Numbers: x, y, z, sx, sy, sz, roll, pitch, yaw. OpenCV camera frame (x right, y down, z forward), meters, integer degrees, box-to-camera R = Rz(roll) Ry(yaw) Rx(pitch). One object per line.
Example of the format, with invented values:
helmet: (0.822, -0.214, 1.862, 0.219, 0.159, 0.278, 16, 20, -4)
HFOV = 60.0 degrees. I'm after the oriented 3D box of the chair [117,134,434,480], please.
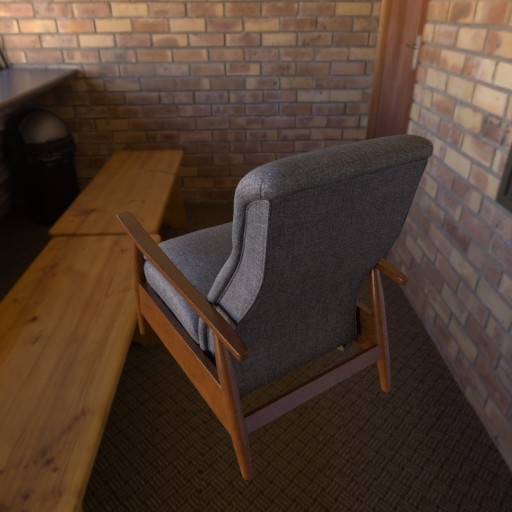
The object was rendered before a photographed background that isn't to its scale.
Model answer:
chair: (0.000, 0.000, 1.768, 0.762, 1.082, 1.030, -19, 34, -29)
